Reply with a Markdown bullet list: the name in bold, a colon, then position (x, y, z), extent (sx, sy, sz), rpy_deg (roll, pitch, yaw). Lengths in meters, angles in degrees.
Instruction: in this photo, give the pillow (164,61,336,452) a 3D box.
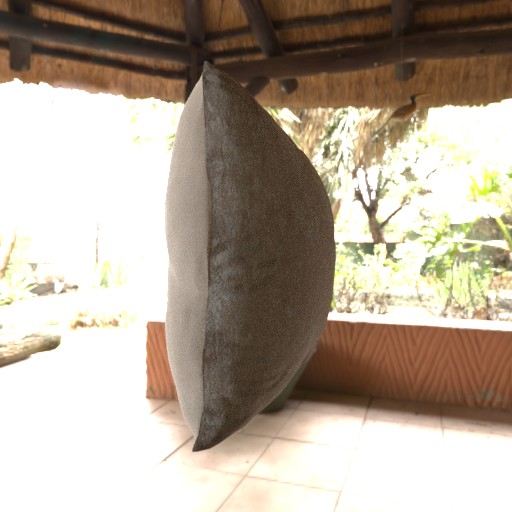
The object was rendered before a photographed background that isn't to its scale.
- **pillow**: position (0.000, 0.000, 0.715), extent (0.245, 0.448, 0.450), rpy_deg (0, 0, 20)
